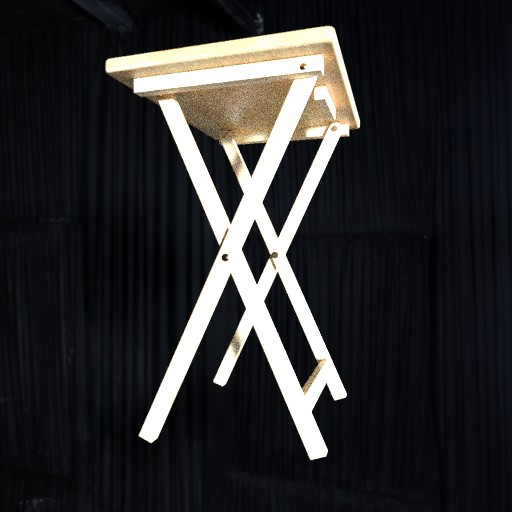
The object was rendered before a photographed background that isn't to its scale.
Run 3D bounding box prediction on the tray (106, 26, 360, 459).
[{"bbox_3d":[0.000,0.000,0.915,0.381,0.660,0.483,0,1,17],"label":"tray"}]
